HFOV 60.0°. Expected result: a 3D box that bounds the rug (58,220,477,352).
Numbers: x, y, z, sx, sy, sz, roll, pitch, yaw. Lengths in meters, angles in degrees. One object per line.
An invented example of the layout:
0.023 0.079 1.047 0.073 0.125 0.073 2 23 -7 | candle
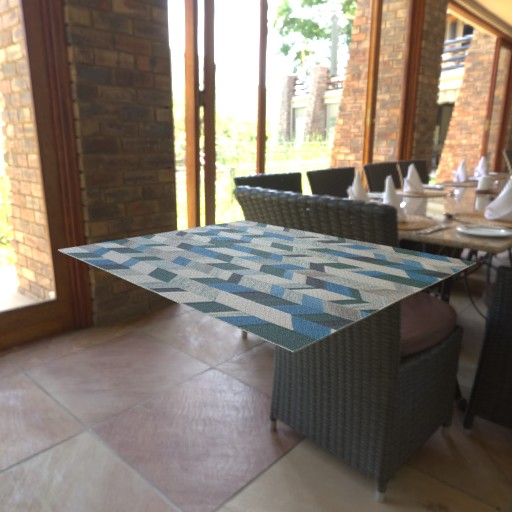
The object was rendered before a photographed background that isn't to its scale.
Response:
0.000 0.000 4.079 2.440 0.008 3.036 -14 20 -43 | rug
